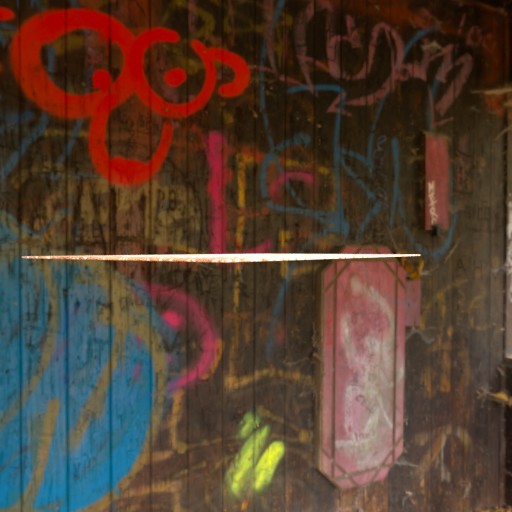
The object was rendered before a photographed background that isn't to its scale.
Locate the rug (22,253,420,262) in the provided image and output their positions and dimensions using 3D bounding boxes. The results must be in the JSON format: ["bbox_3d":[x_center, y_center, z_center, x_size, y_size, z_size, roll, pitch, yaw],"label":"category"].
[{"bbox_3d":[0.000,0.000,3.046,1.517,0.011,2.435,1,1,36],"label":"rug"}]
